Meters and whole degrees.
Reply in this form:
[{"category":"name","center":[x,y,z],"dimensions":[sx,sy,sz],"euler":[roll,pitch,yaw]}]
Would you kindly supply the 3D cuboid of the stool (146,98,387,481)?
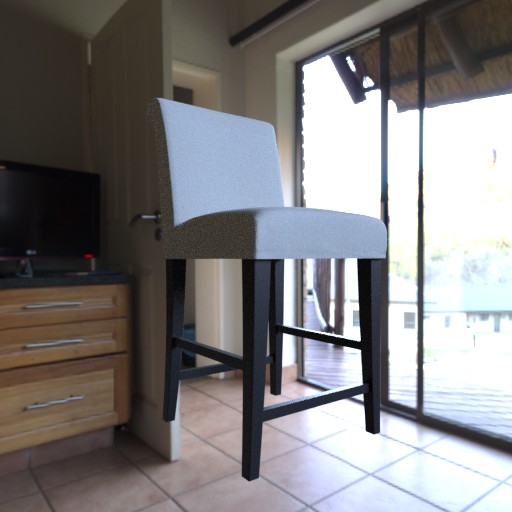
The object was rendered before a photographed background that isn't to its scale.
[{"category":"stool","center":[0.000,0.000,1.302],"dimensions":[0.452,0.976,0.597],"euler":[0,0,-37]}]
